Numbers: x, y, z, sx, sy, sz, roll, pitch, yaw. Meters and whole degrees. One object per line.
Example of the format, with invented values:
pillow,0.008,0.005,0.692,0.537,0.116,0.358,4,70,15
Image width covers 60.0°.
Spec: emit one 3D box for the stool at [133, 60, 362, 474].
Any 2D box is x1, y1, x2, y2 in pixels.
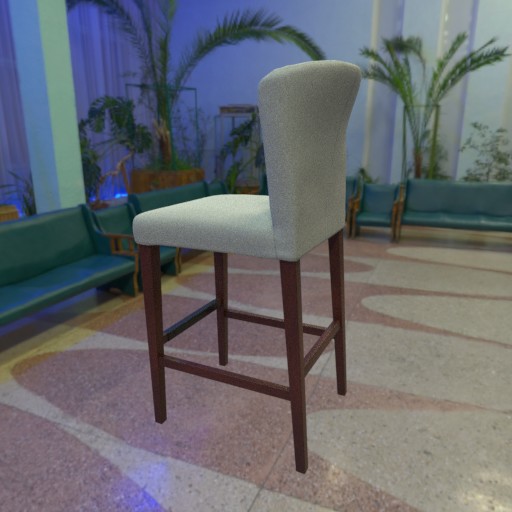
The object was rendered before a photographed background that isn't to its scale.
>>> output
stool,0.000,0.000,1.367,0.568,1.069,0.479,7,17,25
